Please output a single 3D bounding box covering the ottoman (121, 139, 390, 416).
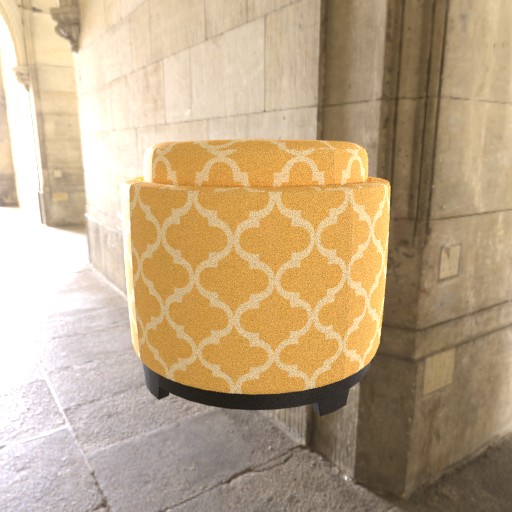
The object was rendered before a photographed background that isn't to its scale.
[{"bbox_3d":[0.000,0.000,0.845,0.480,0.429,0.480,0,14,0],"label":"ottoman"}]
